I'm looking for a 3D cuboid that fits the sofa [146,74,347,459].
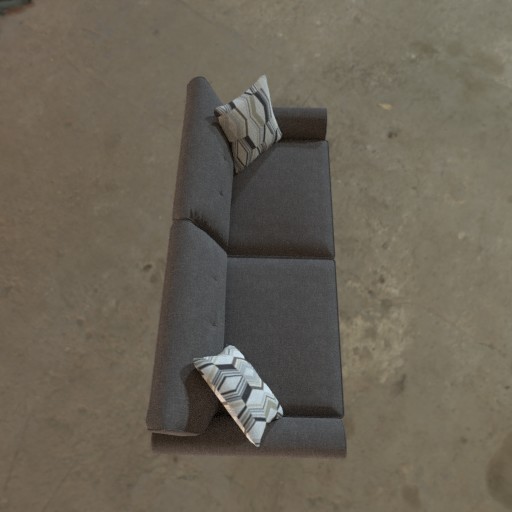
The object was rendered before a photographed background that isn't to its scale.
[{"bbox_3d":[0.000,0.000,2.460,0.889,0.813,2.032,1,65,1],"label":"sofa"}]
